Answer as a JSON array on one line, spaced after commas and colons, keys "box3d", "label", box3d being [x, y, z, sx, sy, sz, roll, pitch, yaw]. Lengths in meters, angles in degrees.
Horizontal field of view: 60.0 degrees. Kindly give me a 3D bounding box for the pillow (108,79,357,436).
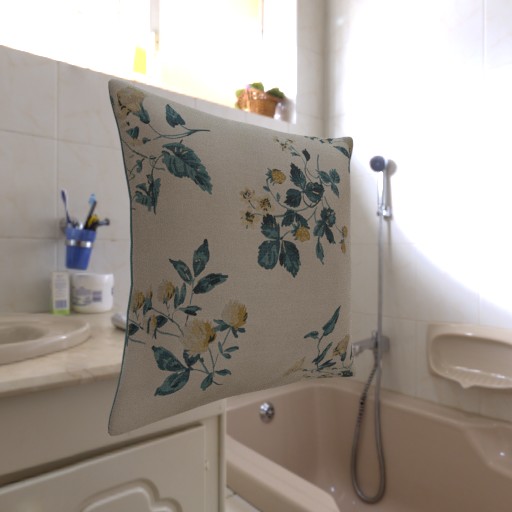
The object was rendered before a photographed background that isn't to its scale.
[{"box3d": [0.000, 0.000, 0.783, 0.526, 0.507, 0.166, 0, 0, -38], "label": "pillow"}]
